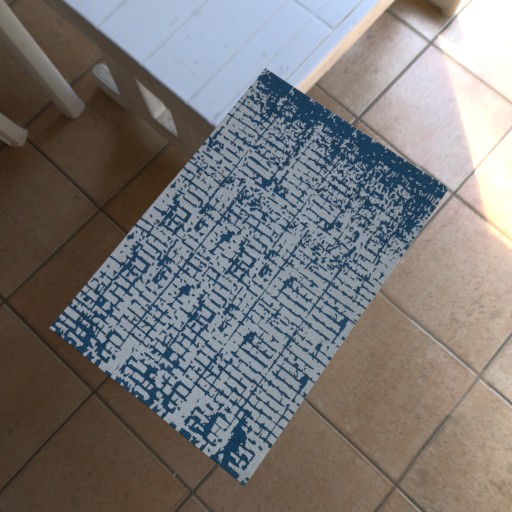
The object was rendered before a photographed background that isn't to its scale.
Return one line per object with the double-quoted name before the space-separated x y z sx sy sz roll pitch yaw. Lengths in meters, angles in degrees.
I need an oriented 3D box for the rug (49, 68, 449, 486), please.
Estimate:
"rug" 0.000 0.000 2.295 1.220 0.007 1.828 36 80 7
